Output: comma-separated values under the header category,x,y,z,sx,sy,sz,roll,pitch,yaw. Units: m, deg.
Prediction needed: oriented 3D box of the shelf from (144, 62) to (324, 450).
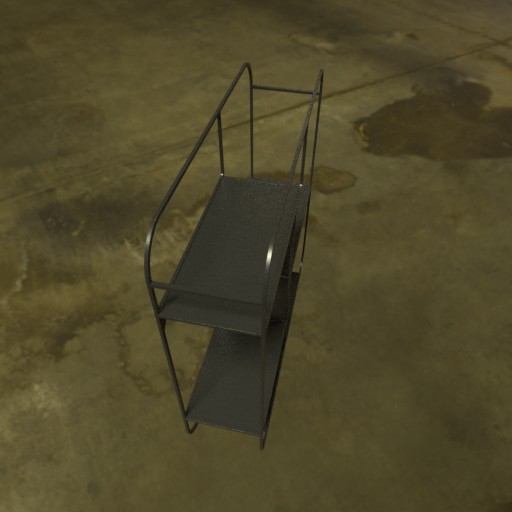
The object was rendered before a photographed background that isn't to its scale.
category,x,y,z,sx,sy,sz,roll,pitch,yaw
shelf,0.000,0.000,0.937,0.160,0.600,0.600,9,46,9
